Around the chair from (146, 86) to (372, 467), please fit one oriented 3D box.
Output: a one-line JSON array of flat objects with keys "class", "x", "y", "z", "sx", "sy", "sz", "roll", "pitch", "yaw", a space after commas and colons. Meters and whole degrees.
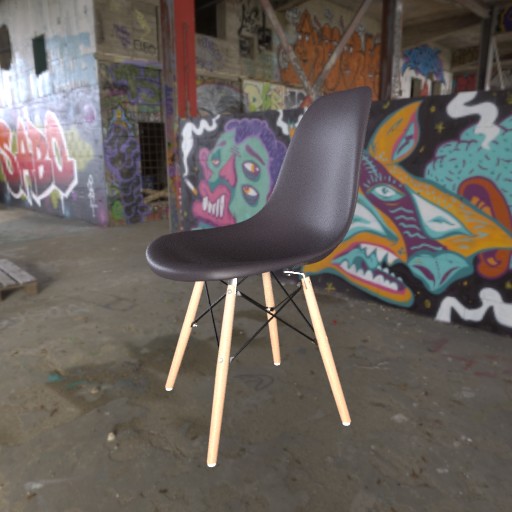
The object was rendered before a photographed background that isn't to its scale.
[{"class": "chair", "x": 0.000, "y": 0.000, "z": 1.120, "sx": 0.533, "sy": 0.825, "sz": 0.470, "roll": -6, "pitch": 14, "yaw": -25}]
